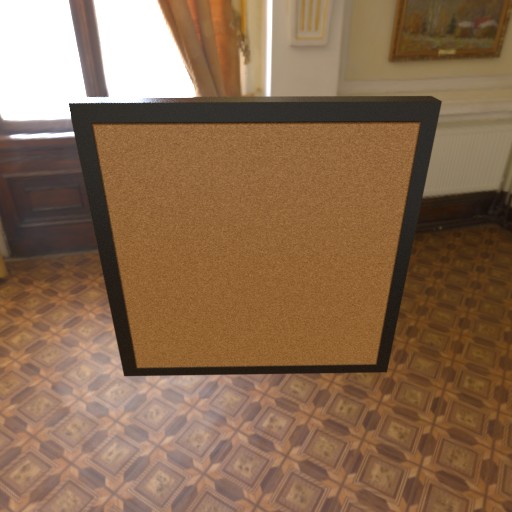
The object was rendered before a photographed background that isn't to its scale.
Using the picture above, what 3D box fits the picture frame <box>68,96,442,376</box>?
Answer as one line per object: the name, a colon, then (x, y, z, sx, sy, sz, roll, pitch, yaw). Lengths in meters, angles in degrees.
picture frame: (0.000, 0.000, 0.521, 0.355, 0.353, 0.029, -1, 30, -1)
